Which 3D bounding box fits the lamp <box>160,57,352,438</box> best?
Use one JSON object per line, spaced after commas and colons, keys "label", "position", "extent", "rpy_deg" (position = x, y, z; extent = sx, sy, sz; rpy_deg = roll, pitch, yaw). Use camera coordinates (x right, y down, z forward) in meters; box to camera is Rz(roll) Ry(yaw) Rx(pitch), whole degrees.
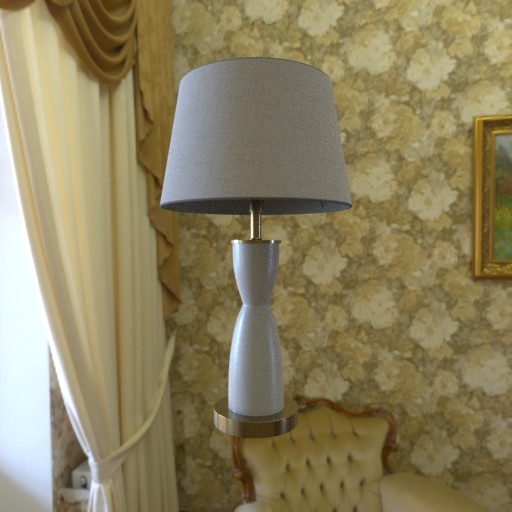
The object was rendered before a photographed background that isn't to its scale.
{"label": "lamp", "position": [0.000, 0.000, 0.729], "extent": [0.309, 0.545, 0.309], "rpy_deg": [0, 1, 0]}
